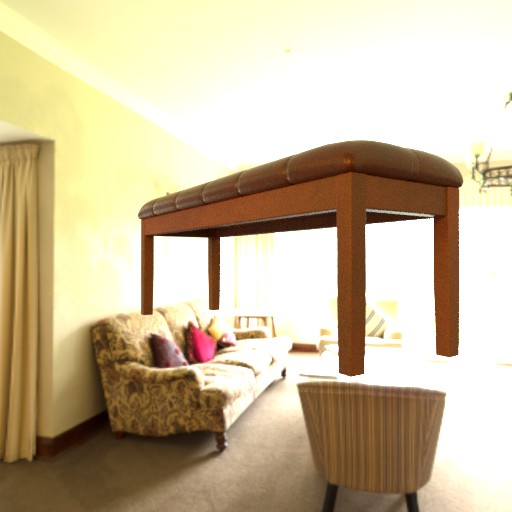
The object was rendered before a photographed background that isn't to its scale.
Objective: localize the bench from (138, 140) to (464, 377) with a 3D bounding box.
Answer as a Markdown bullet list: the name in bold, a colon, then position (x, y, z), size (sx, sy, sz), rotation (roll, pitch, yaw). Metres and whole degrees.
- **bench**: position (0.000, 0.000, 1.484), size (0.401, 0.491, 1.259), rotation (0, -1, -34)
